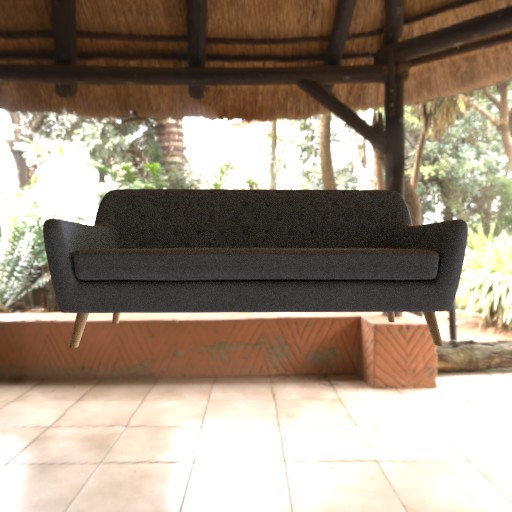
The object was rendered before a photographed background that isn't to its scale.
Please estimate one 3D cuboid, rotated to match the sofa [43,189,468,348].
[{"bbox_3d":[0.000,0.000,2.417,1.970,0.830,0.830,0,1,-2],"label":"sofa"}]
